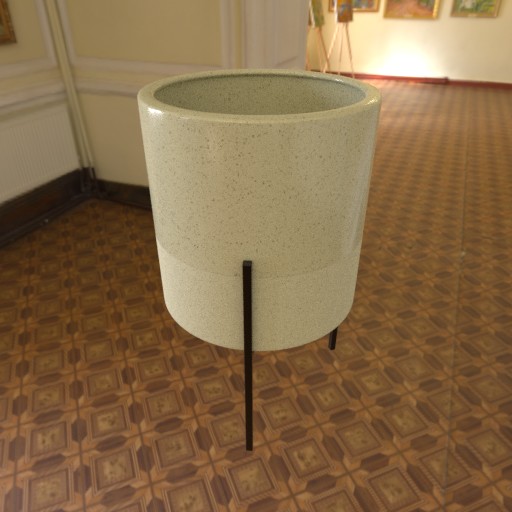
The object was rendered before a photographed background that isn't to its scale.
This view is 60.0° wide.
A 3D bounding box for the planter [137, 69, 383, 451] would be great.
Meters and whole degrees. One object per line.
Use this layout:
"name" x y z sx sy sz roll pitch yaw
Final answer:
"planter" 0.000 0.000 0.538 0.243 0.390 0.234 21 37 30
